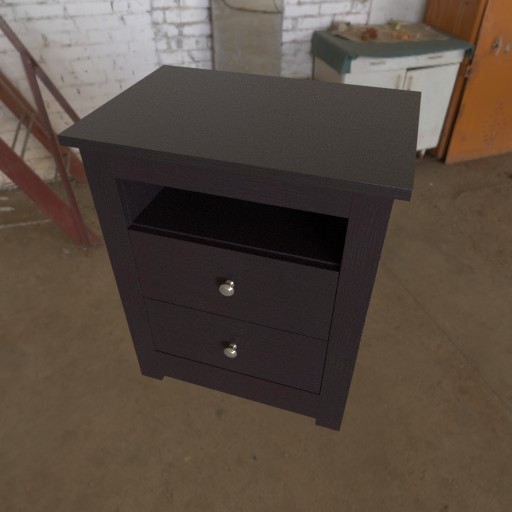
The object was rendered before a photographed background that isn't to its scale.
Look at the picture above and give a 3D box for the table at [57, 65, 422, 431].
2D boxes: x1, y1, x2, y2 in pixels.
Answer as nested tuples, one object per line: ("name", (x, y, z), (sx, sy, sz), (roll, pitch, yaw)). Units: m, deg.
("table", (0.000, 0.000, 1.065), (0.589, 0.711, 0.408), (12, 41, 13))
